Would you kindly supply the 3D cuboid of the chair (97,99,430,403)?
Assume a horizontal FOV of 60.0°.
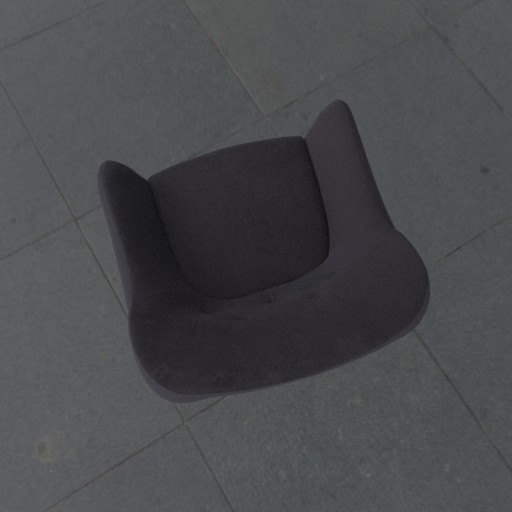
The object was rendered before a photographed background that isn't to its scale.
[{"bbox_3d":[0.000,0.000,1.500,0.840,0.807,0.819,-16,76,-4],"label":"chair"}]
